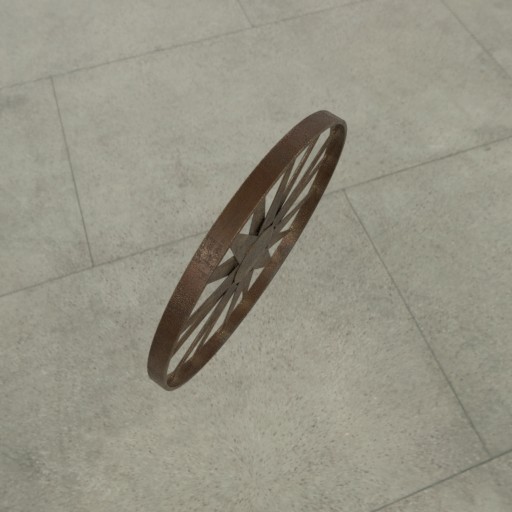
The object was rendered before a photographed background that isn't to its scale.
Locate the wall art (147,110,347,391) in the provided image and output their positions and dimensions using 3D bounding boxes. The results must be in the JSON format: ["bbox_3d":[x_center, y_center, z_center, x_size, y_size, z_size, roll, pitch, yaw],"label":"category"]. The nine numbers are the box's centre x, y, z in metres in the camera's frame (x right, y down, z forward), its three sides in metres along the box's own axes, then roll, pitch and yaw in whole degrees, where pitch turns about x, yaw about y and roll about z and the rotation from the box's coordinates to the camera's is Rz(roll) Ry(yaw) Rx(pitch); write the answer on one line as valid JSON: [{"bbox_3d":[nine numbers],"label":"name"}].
[{"bbox_3d":[0.000,0.000,0.849,0.084,0.583,0.582,31,67,15],"label":"wall art"}]
